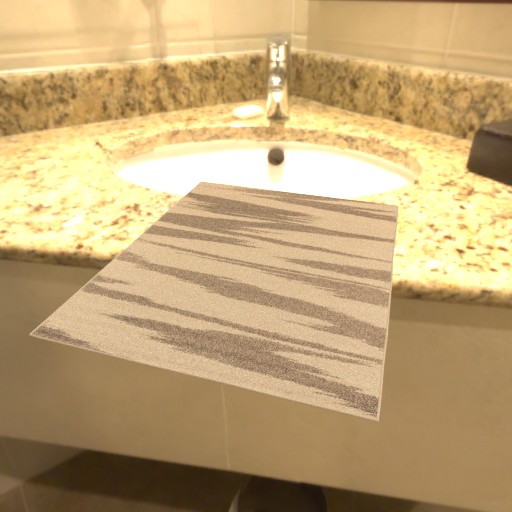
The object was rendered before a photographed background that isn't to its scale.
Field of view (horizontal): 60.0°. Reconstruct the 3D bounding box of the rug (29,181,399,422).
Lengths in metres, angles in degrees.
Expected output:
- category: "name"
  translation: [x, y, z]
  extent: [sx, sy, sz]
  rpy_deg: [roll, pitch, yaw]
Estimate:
- category: "rug"
  translation: [0.000, 0.000, 3.934]
  extent: [2.353, 0.014, 2.945]
  rpy_deg: [9, 33, 15]
